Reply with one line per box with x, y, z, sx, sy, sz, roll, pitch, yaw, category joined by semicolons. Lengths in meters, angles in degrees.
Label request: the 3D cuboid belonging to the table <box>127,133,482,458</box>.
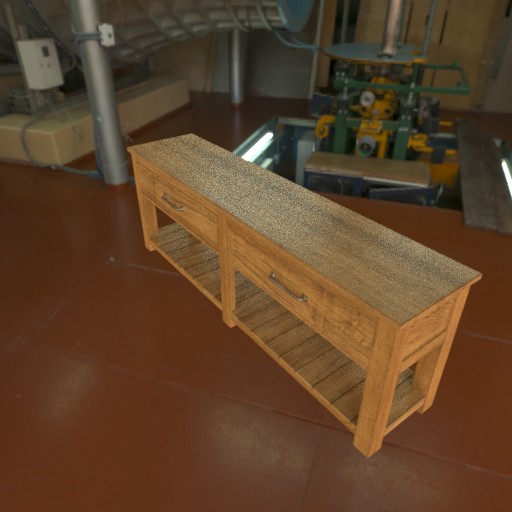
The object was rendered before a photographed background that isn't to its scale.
0.000;0.000;2.074;0.425;0.635;1.815;-22;39;-31;table
